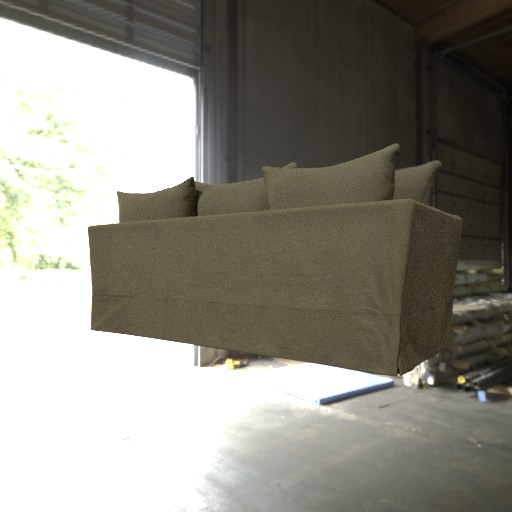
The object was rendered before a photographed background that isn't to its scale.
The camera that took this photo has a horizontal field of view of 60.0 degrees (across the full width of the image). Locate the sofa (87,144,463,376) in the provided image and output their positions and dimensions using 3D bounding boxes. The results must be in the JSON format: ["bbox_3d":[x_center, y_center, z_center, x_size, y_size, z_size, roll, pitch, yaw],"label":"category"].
[{"bbox_3d":[0.000,0.000,2.867,2.290,1.034,1.031,-1,-1,36],"label":"sofa"}]
